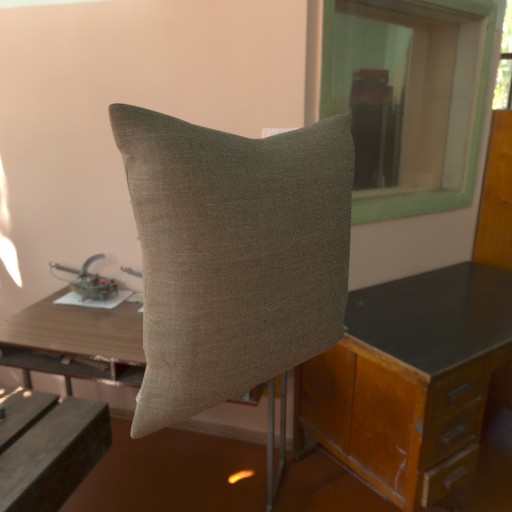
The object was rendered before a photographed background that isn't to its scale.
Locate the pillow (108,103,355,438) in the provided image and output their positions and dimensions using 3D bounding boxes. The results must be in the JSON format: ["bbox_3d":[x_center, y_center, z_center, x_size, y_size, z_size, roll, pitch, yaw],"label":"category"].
[{"bbox_3d":[0.000,0.000,0.636,0.424,0.400,0.169,-14,21,-40],"label":"pillow"}]
